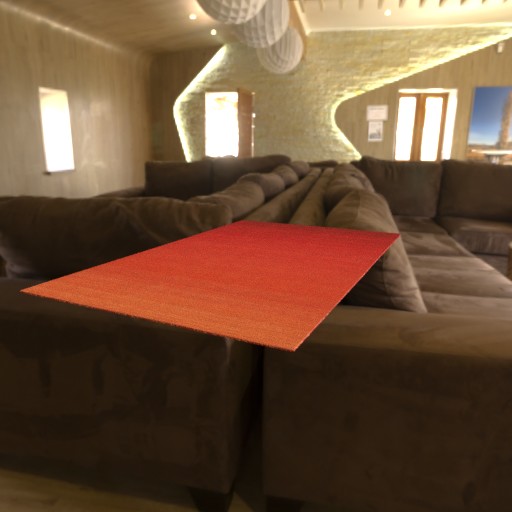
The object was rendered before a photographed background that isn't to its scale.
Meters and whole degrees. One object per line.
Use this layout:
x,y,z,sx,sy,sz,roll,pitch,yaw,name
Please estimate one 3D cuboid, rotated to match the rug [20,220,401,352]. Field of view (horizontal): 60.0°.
0.000,0.000,3.026,1.531,0.010,2.442,7,16,26,rug
